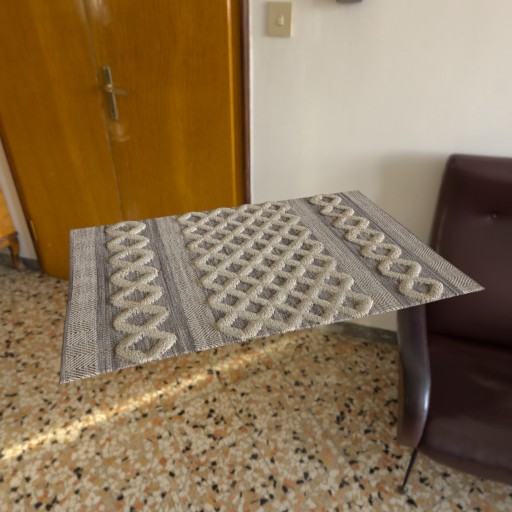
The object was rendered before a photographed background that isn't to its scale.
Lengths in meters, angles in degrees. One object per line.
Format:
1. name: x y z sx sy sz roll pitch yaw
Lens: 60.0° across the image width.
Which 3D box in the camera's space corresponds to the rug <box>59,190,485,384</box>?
1. rug: 0.000 0.000 2.884 2.333 0.033 1.513 -10 33 -15
